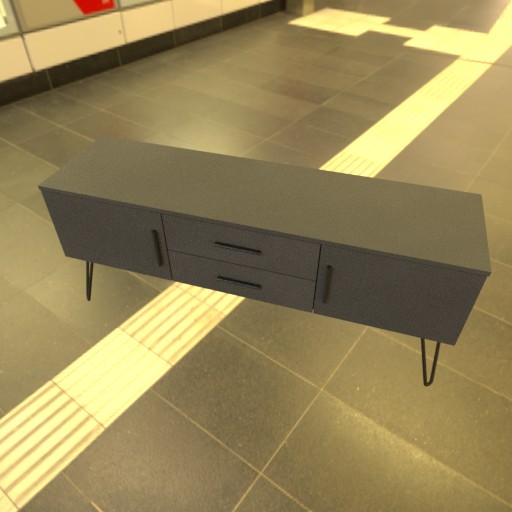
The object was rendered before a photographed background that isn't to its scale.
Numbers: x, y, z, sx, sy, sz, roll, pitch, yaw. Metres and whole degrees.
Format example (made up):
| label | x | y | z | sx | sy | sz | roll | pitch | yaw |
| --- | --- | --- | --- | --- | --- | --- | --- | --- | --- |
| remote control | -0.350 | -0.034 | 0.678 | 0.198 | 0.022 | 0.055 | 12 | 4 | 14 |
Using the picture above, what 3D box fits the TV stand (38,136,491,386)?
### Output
| label | x | y | z | sx | sy | sz | roll | pitch | yaw |
| --- | --- | --- | --- | --- | --- | --- | --- | --- | --- |
| TV stand | 0.000 | 0.000 | 1.628 | 1.400 | 0.560 | 0.400 | 12 | 42 | 13 |
